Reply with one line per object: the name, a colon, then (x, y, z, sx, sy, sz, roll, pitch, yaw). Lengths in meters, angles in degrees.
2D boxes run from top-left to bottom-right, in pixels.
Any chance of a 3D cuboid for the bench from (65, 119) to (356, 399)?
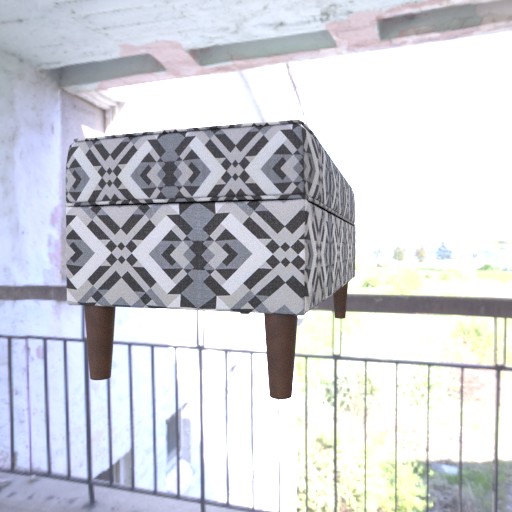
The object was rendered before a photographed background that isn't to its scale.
bench: (0.000, 0.000, 1.272, 0.492, 0.477, 1.016, 0, 1, 17)
